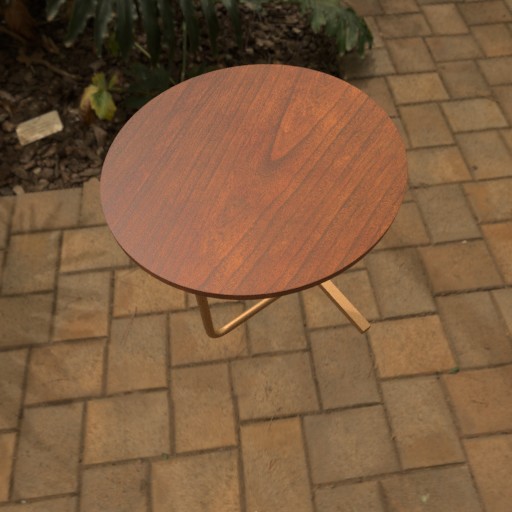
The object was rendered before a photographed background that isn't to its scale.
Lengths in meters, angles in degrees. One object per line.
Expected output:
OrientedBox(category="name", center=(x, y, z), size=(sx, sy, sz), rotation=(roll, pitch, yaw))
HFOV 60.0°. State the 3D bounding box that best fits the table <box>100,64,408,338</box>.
OrientedBox(category="table", center=(0.000, 0.000, 1.125), size=(0.577, 0.706, 0.530), rotation=(-32, 65, -17))
